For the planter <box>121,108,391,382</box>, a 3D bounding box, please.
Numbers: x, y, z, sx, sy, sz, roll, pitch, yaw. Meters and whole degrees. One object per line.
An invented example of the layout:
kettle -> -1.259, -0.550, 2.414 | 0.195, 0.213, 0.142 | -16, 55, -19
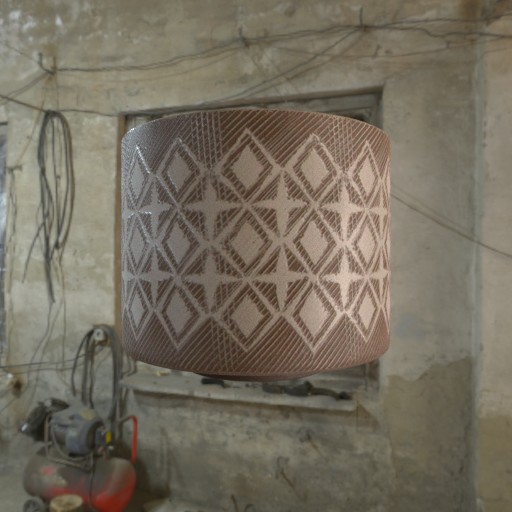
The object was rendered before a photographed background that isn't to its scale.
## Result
planter -> 0.000, 0.000, 0.218 | 0.126, 0.104, 0.126 | 0, 0, 0
